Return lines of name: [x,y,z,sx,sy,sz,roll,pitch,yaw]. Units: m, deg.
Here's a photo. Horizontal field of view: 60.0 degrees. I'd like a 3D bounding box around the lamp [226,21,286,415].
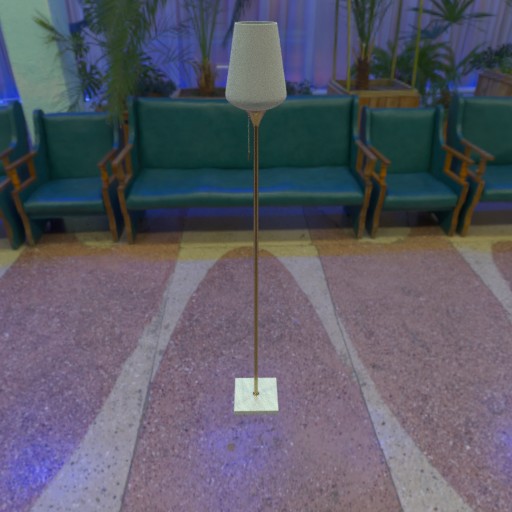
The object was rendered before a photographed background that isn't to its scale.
lamp: [0.000,0.000,1.944,0.232,1.813,0.229,0,31,-1]
